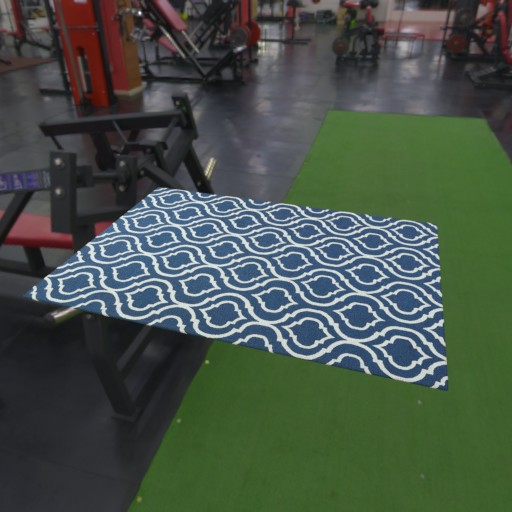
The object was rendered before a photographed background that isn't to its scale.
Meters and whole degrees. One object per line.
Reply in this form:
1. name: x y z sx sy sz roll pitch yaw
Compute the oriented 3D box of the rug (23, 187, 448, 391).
1. rug: 0.000 0.000 2.705 2.134 0.010 1.524 9 33 15
